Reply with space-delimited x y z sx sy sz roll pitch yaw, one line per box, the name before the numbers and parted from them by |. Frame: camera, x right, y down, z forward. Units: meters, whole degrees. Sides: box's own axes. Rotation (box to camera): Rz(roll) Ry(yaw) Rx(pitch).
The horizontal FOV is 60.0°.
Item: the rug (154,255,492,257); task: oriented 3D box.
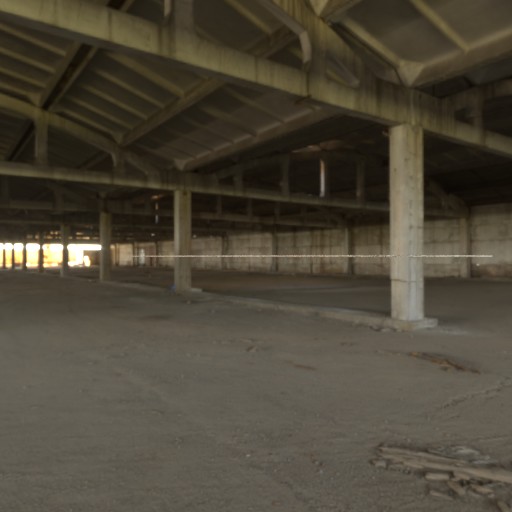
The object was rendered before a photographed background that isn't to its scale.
rug | 0.000 0.000 2.658 0.706 0.009 2.443 0 0 -36
